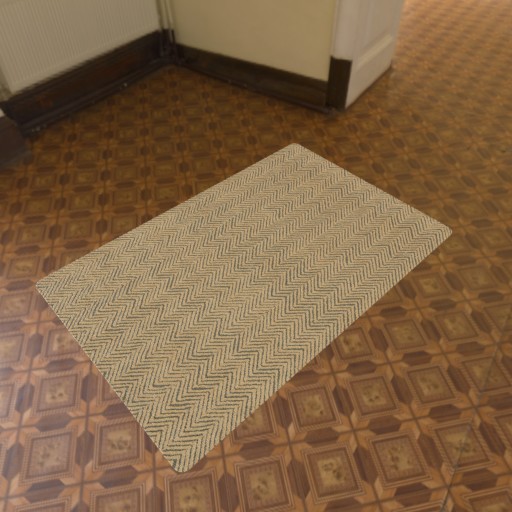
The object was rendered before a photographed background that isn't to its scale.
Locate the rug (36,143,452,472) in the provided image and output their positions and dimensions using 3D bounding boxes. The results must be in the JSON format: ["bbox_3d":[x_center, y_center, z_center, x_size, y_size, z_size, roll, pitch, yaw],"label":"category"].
[{"bbox_3d":[0.000,0.000,2.174,1.752,0.008,1.144,-34,55,-28],"label":"rug"}]
